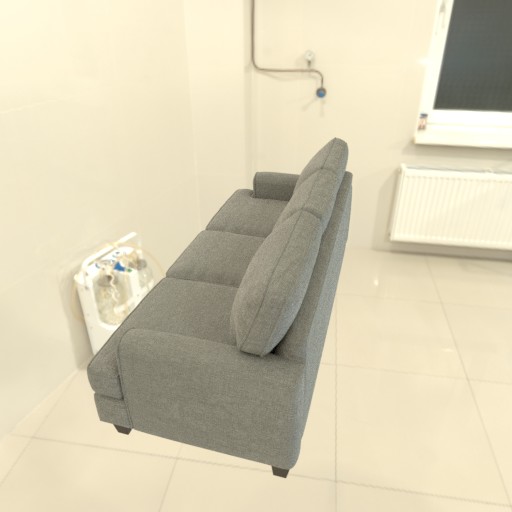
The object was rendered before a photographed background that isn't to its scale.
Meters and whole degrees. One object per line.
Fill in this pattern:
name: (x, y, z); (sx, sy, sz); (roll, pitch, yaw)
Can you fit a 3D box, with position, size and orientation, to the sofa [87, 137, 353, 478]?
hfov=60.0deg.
sofa: (0.000, 0.000, 2.645); (0.951, 0.965, 2.158); (8, 31, 14)
